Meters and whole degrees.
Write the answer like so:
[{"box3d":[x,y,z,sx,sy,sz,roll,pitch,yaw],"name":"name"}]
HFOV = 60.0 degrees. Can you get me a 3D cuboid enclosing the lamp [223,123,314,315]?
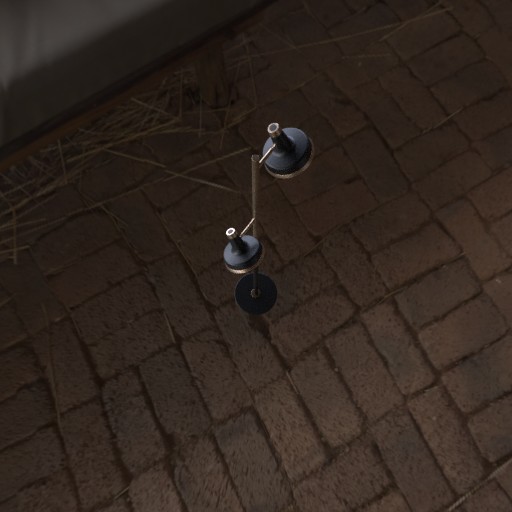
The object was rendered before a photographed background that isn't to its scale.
[{"box3d":[0.000,0.000,1.817,0.253,1.674,0.351,36,78,9],"name":"lamp"}]
